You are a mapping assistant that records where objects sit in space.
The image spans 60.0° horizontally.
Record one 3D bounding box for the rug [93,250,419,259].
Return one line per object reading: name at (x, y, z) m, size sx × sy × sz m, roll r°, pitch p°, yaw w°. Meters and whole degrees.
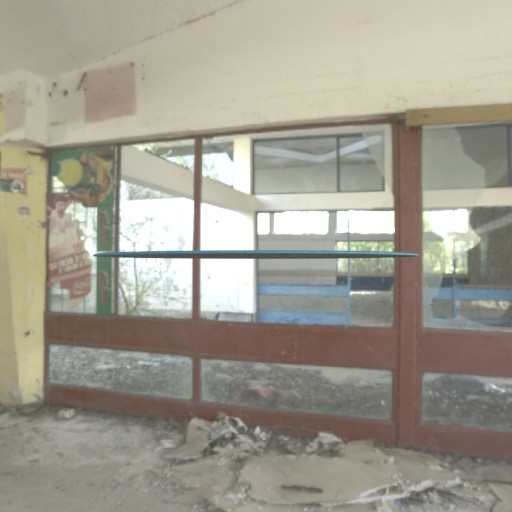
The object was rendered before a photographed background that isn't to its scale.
rug at (0.000, 0.000, 2.309) m, size 1.593 × 0.012 × 1.593 m, roll 0°, pitch -1°, yaw 0°
